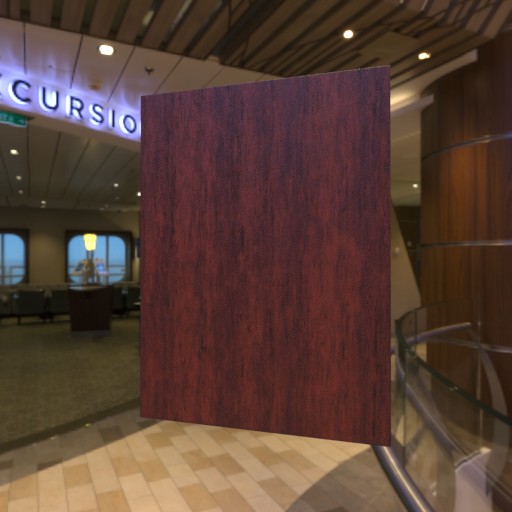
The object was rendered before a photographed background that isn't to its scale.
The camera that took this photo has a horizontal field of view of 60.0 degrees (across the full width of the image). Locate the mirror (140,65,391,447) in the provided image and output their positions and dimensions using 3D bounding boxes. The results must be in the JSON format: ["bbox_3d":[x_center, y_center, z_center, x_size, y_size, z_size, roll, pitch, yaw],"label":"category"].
[{"bbox_3d":[0.000,0.000,1.032,0.600,0.805,0.021,0,0,17],"label":"mirror"}]
